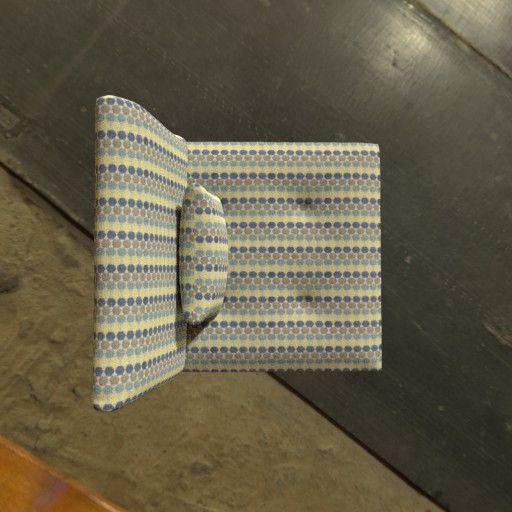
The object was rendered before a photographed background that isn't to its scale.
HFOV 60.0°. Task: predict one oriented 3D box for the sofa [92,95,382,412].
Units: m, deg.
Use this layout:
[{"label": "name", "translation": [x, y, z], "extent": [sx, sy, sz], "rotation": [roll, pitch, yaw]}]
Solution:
[{"label": "sofa", "translation": [0.000, 0.000, 1.652], "extent": [1.000, 0.830, 0.930], "rotation": [0, 88, -1]}]
